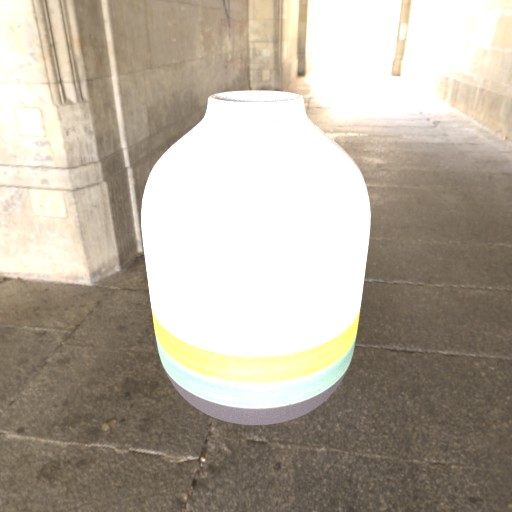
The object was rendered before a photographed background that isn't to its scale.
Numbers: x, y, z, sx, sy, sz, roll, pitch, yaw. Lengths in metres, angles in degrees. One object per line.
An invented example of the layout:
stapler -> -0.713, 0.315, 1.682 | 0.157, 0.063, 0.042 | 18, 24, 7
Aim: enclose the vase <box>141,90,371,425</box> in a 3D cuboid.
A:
vase -> 0.000, 0.000, 0.351 | 0.169, 0.240, 0.169 | 0, 27, 0
